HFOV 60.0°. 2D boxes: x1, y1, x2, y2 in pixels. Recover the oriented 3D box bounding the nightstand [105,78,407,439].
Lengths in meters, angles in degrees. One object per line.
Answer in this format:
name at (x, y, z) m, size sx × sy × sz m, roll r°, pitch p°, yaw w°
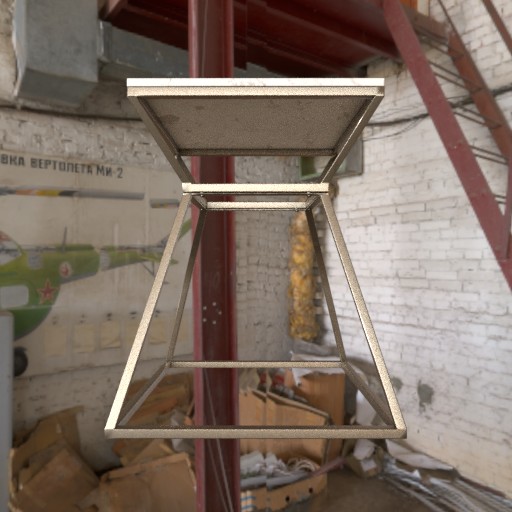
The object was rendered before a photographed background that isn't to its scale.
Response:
nightstand at (0.000, 0.000, 0.894) m, size 0.455 × 0.554 × 0.455 m, roll 0°, pitch -1°, yaw 0°
